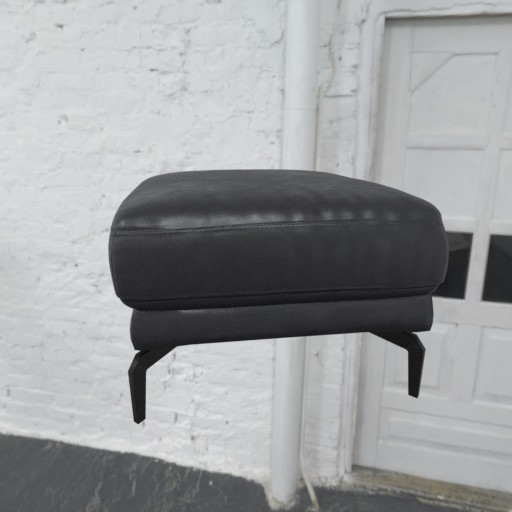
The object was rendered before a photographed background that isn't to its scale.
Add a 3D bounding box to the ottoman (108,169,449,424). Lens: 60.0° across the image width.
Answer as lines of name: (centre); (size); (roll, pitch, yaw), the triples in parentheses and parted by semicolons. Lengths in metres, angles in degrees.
ottoman: (0.000, 0.000, 1.069); (0.570, 0.402, 0.764); (-2, 14, -9)
